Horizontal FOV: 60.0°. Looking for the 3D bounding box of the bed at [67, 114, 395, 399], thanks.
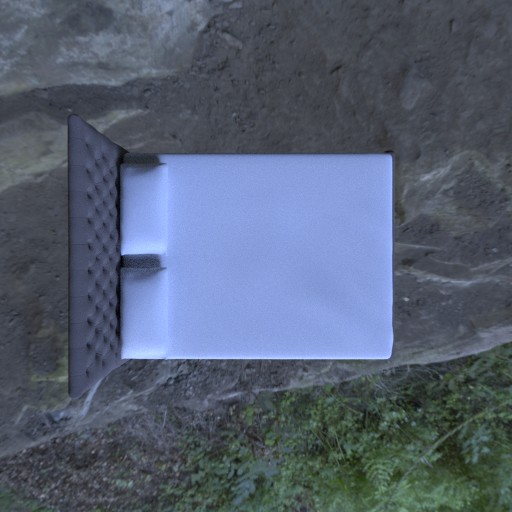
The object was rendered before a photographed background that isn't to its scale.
[{"bbox_3d":[0.000,0.000,3.294,2.233,1.426,1.696,0,90,1],"label":"bed"}]
